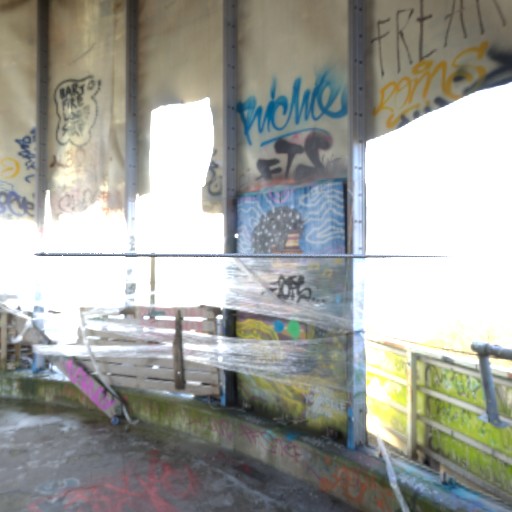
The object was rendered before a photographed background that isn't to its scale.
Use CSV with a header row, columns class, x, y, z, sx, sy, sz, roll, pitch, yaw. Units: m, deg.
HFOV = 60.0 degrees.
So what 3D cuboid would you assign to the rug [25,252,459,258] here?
class,x,y,z,sx,sy,sz,roll,pitch,yaw
rug,0.000,0.000,2.748,2.480,0.013,0.786,0,-1,-20
